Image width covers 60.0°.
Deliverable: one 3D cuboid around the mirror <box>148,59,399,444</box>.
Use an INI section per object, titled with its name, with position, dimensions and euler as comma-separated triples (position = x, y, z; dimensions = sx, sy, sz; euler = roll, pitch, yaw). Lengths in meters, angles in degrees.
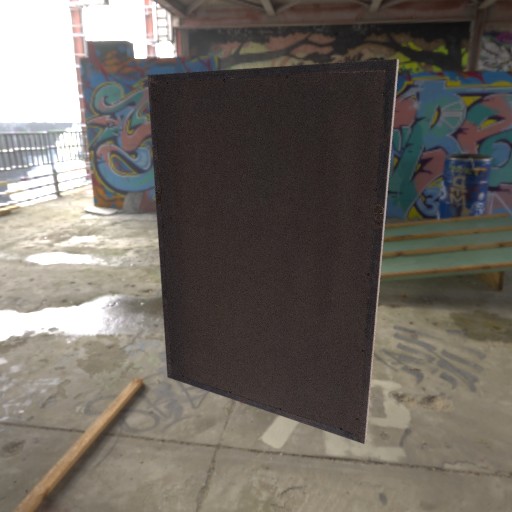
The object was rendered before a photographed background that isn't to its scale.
[mirror]
position = 0.000, 0.000, 1.269
dimensions = 0.705, 0.996, 0.025
euler = 9, 19, 27
